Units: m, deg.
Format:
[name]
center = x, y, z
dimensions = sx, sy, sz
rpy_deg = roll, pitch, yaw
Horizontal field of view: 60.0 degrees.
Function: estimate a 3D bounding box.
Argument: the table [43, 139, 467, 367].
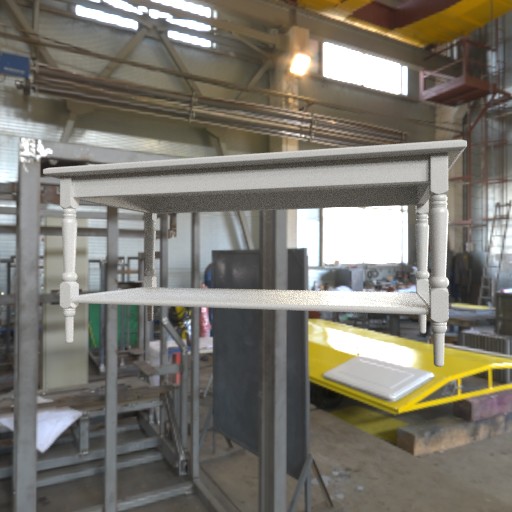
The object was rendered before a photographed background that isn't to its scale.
[table]
center = 0.000, 0.000, 1.376
dimensions = 1.109, 0.506, 0.551
rpy_deg = 0, 0, 16
